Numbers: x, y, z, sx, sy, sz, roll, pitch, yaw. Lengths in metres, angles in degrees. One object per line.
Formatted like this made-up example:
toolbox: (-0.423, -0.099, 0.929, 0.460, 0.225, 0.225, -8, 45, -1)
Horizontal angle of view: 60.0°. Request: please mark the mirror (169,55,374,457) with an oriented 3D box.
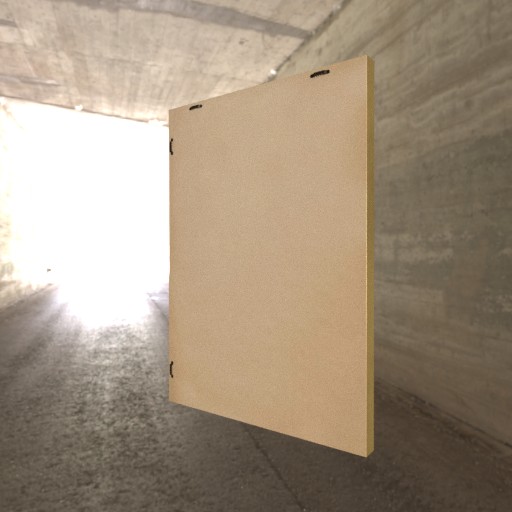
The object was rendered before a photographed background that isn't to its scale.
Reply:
mirror: (0.000, 0.000, 0.944, 0.507, 0.710, 0.040, 0, 0, 36)
